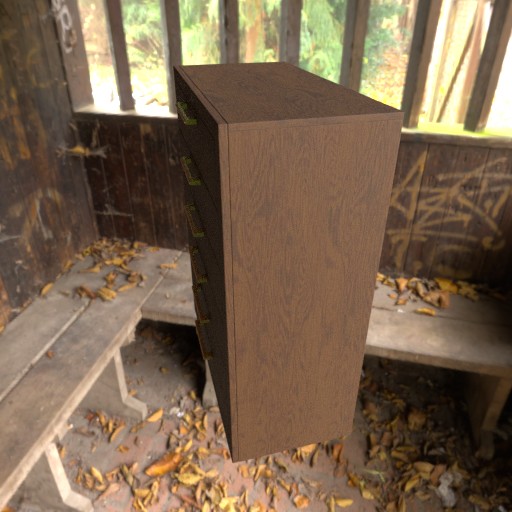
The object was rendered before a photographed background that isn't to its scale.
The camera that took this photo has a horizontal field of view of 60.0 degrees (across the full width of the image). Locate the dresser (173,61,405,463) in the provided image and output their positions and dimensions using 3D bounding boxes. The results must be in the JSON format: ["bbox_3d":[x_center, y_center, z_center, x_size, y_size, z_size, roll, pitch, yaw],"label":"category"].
[{"bbox_3d":[0.000,0.000,1.795,0.516,1.320,0.964,-8,32,-13],"label":"dresser"}]
